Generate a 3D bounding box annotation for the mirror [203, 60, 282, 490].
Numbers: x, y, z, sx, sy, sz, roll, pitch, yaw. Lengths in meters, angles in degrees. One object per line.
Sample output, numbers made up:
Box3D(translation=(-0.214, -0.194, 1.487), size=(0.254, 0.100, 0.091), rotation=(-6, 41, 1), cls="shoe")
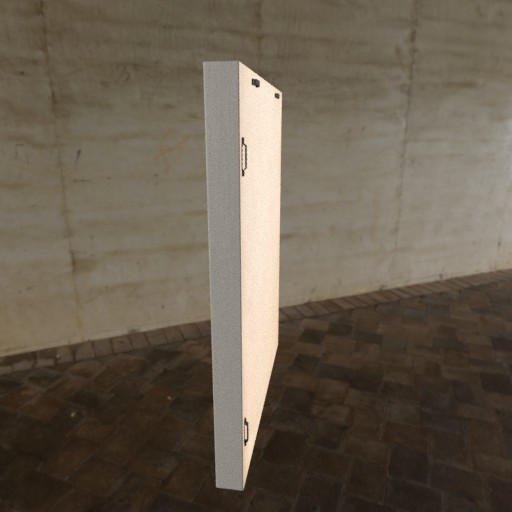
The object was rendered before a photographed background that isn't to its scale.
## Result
Box3D(translation=(0.000, 0.000, 0.690), size=(0.041, 0.508, 0.405), rotation=(3, 16, 9), cls="mirror")
